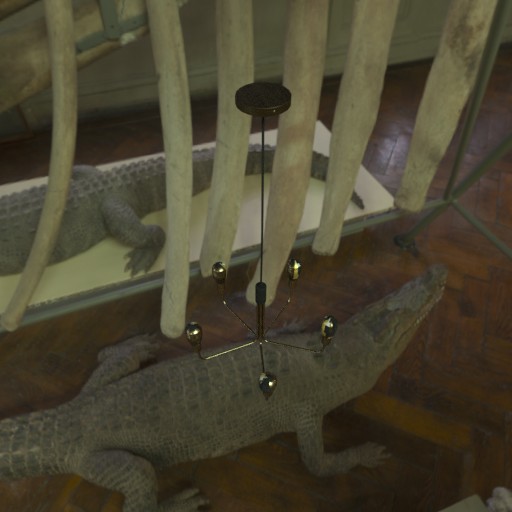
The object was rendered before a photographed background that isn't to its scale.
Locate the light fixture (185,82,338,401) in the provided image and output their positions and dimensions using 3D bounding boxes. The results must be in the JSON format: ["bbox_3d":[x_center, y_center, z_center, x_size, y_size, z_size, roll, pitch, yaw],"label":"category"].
[{"bbox_3d":[0.000,0.000,1.418,0.532,1.059,0.588,-16,48,-15],"label":"light fixture"}]
